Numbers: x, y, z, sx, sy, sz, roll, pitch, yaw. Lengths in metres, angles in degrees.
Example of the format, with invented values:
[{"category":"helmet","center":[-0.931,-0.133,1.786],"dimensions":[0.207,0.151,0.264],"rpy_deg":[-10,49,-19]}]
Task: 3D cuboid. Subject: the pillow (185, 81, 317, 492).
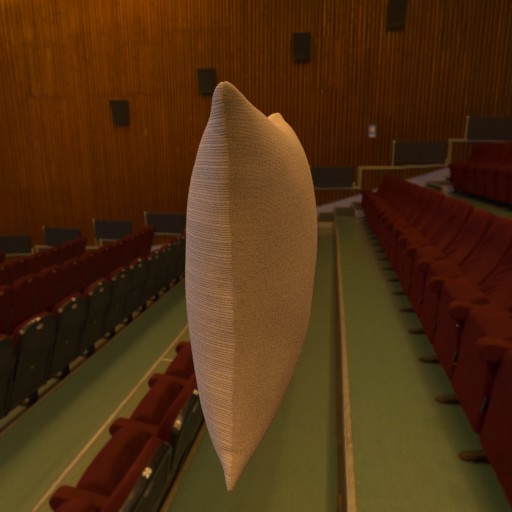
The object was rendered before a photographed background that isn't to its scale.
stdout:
[{"category":"pillow","center":[0.000,0.000,0.751],"dimensions":[0.204,0.497,0.512],"rpy_deg":[2,14,9]}]
